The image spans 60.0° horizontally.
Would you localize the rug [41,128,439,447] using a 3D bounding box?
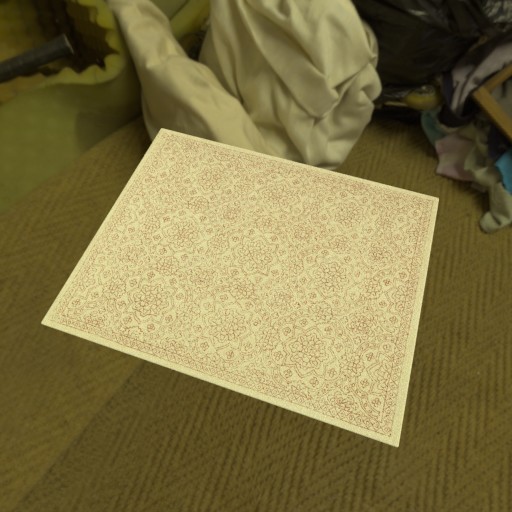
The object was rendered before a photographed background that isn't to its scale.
[{"bbox_3d":[0.000,0.000,4.112,3.050,0.015,2.441,16,61,9],"label":"rug"}]
